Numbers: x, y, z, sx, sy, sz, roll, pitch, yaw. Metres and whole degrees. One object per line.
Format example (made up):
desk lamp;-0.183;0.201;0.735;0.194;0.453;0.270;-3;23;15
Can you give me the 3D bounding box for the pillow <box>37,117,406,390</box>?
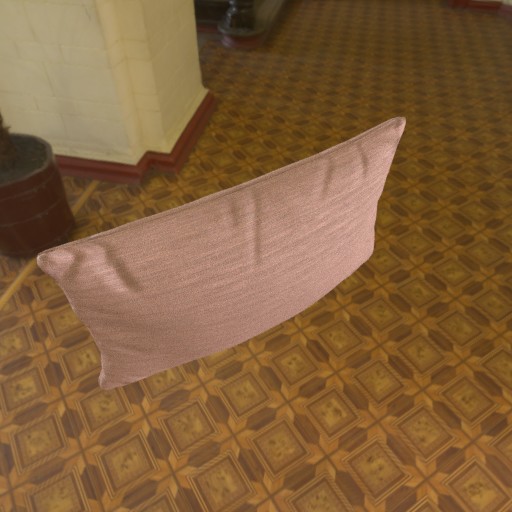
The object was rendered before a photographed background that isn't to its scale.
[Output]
pillow;0.000;0.000;0.771;0.633;0.338;0.210;-25;51;-22
